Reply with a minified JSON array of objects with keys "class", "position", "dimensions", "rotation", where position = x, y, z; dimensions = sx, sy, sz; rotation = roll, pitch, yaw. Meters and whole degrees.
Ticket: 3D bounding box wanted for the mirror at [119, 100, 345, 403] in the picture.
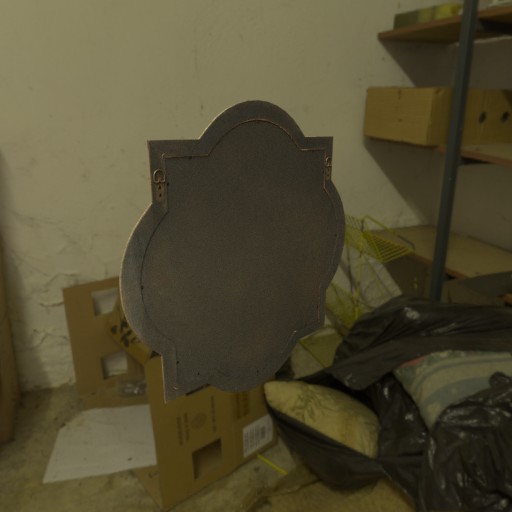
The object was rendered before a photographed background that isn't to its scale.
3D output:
[{"class":"mirror","position":[0.000,0.000,1.060],"dimensions":[0.686,0.686,0.019],"rotation":[-15,22,-41]}]
